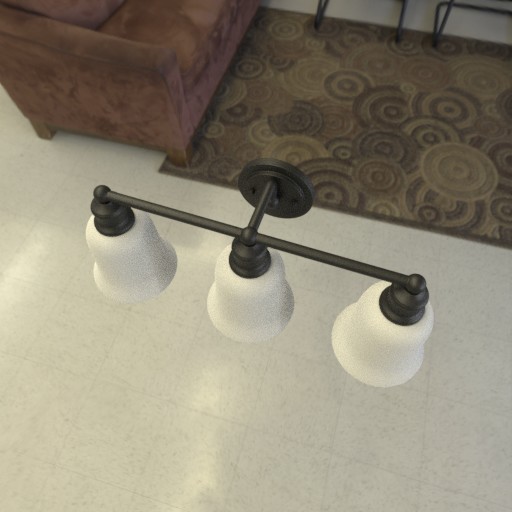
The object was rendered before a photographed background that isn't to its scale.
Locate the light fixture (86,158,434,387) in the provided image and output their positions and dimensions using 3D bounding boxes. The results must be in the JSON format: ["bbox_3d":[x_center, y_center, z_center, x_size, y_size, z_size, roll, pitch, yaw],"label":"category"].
[{"bbox_3d":[0.000,0.000,0.661,0.570,0.211,0.198,16,60,10],"label":"light fixture"}]
